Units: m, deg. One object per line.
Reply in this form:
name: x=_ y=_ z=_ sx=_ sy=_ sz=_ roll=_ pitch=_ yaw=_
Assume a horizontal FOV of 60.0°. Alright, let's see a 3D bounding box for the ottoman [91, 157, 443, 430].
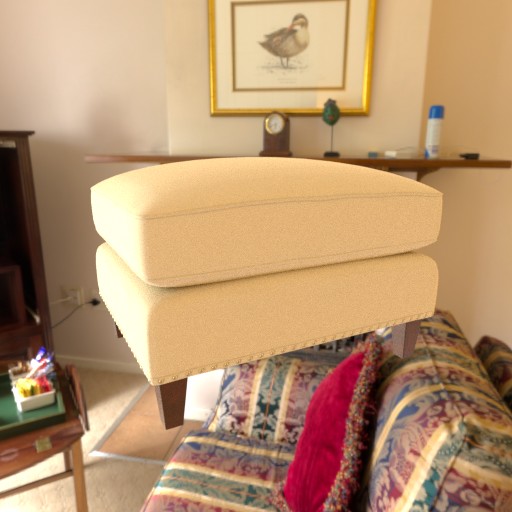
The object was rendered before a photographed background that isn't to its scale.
ottoman: x=0.000 y=0.000 z=1.180 sx=0.741 sy=0.513 sz=0.584 roll=-7 pitch=16 yaw=-27
